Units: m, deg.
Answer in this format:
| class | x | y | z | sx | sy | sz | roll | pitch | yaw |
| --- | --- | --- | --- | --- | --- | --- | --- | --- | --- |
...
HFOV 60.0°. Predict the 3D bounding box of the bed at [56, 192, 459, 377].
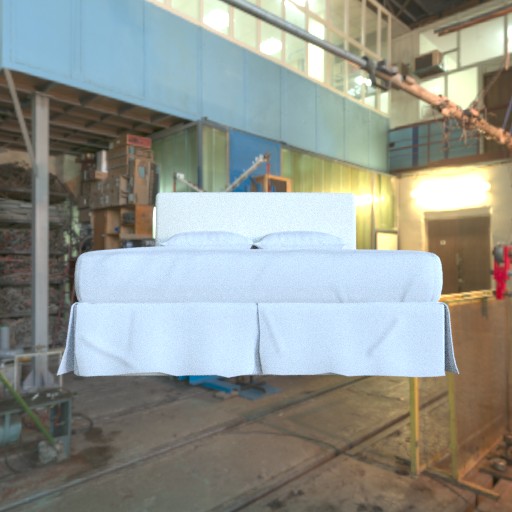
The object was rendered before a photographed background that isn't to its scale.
| class | x | y | z | sx | sy | sz | roll | pitch | yaw |
| --- | --- | --- | --- | --- | --- | --- | --- | --- | --- |
| bed | 0.000 | 0.000 | 3.450 | 2.119 | 1.317 | 2.341 | 0 | 0 | -1 |
